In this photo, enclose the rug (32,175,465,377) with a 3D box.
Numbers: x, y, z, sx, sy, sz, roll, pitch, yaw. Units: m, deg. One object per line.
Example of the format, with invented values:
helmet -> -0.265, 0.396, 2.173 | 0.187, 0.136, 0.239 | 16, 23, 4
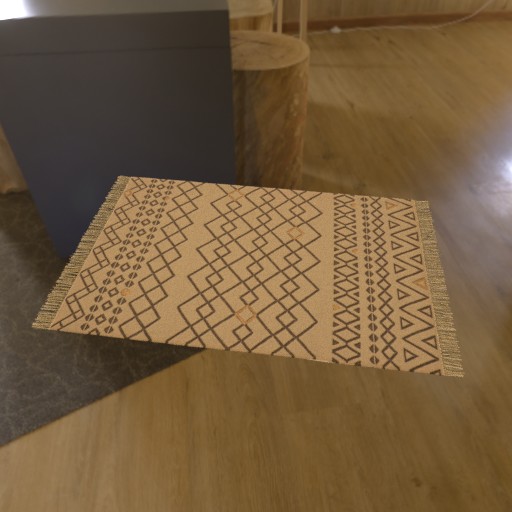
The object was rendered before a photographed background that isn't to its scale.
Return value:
rug -> 0.000, 0.000, 2.441 | 2.023, 0.028, 1.224 | 6, 47, 5
